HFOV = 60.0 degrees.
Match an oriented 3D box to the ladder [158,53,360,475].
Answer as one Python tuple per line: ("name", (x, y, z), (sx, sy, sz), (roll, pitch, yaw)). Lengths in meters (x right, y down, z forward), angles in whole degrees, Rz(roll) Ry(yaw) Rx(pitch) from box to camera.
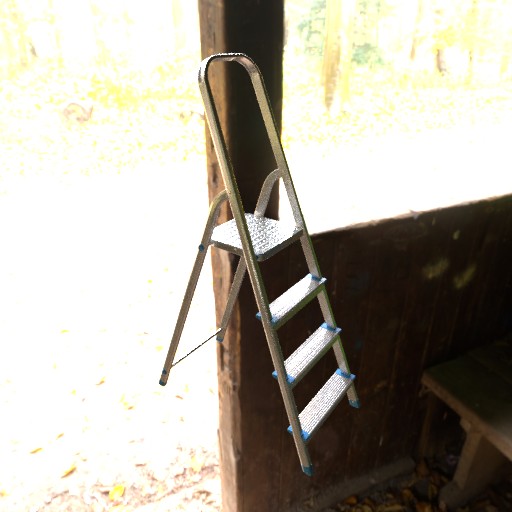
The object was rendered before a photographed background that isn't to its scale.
("ladder", (0.000, 0.000, 1.734), (0.842, 1.434, 0.445), (18, 32, 32))
